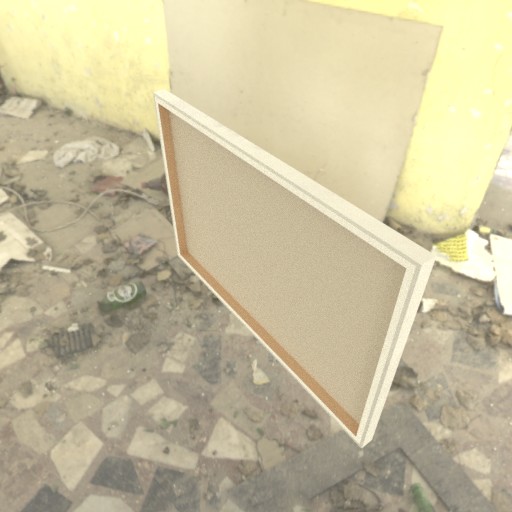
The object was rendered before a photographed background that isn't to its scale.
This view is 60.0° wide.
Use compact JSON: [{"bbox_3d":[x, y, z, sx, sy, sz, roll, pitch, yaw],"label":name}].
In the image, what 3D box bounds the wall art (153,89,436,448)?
[{"bbox_3d":[0.000,0.000,1.182,0.038,0.610,0.915,-26,47,-27],"label":"wall art"}]
